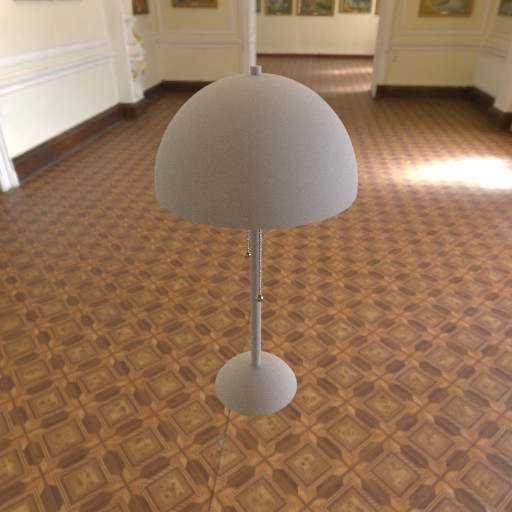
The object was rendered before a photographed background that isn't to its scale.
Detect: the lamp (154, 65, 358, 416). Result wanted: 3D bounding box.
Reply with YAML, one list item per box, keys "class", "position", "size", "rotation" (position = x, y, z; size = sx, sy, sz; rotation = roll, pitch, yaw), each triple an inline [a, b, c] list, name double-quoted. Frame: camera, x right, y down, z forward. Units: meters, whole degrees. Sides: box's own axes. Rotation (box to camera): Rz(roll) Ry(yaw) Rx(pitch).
- class: "lamp"
  position: [0.000, 0.000, 0.417]
  size: [0.171, 0.330, 0.171]
  rotation: [0, 30, 0]
